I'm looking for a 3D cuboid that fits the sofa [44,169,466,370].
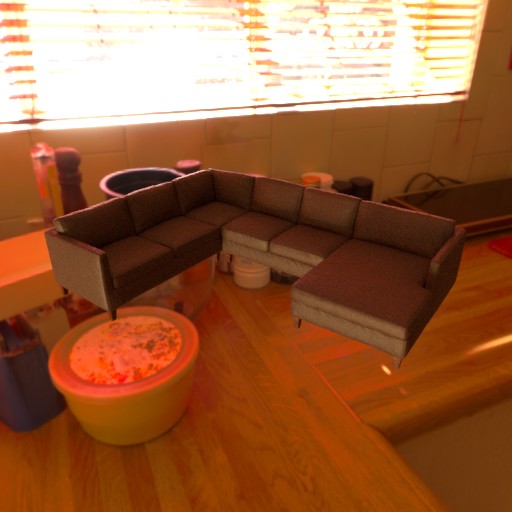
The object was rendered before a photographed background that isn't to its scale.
[{"bbox_3d":[0.000,0.000,4.566,3.460,0.923,2.593,18,32,32],"label":"sofa"}]
